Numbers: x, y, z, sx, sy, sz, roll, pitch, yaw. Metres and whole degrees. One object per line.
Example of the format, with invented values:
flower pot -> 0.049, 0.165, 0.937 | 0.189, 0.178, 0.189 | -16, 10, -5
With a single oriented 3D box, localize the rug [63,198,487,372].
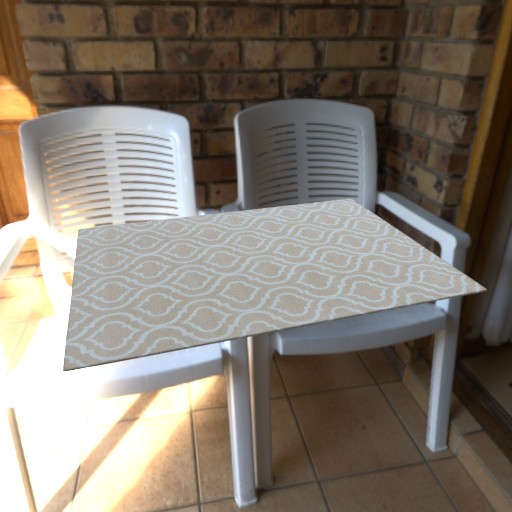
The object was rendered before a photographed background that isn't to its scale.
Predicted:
rug -> 0.000, 0.000, 2.742 | 2.134, 0.010, 1.524 | -8, 28, -15
